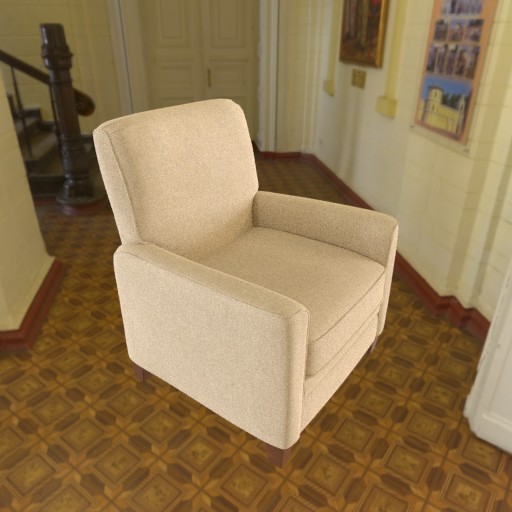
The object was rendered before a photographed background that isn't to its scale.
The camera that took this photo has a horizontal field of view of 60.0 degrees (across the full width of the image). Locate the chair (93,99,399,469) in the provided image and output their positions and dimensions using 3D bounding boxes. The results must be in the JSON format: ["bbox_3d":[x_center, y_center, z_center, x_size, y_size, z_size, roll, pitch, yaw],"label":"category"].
[{"bbox_3d":[0.000,0.000,1.673,0.859,1.023,0.845,19,33,32],"label":"chair"}]
